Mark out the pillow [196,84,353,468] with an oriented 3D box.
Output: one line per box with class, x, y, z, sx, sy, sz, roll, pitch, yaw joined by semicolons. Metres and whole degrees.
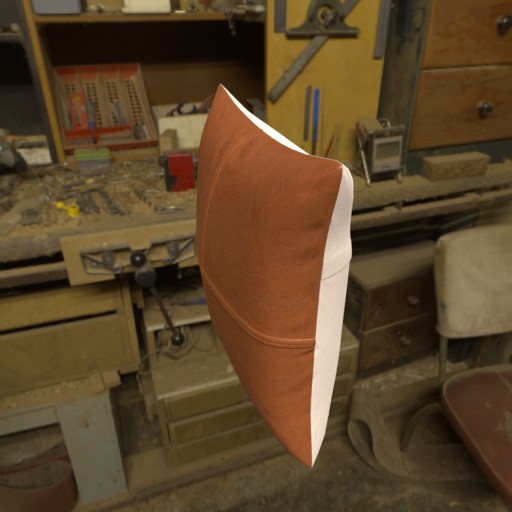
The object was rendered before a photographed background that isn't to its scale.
pillow;0.000;0.000;0.749;0.192;0.477;0.501;-9;31;-15
